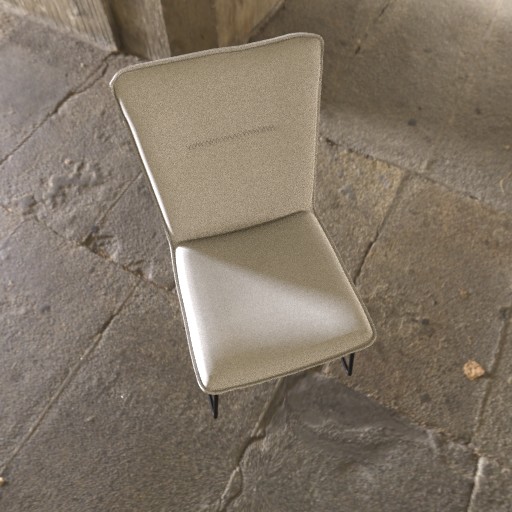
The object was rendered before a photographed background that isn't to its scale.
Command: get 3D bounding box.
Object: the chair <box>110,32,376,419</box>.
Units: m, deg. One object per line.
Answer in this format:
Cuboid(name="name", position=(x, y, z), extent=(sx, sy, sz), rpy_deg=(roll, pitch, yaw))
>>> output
Cuboid(name="chair", position=(0.000, 0.000, 1.298), extent=(0.515, 0.930, 0.688), rpy_deg=(-15, 64, -8))
